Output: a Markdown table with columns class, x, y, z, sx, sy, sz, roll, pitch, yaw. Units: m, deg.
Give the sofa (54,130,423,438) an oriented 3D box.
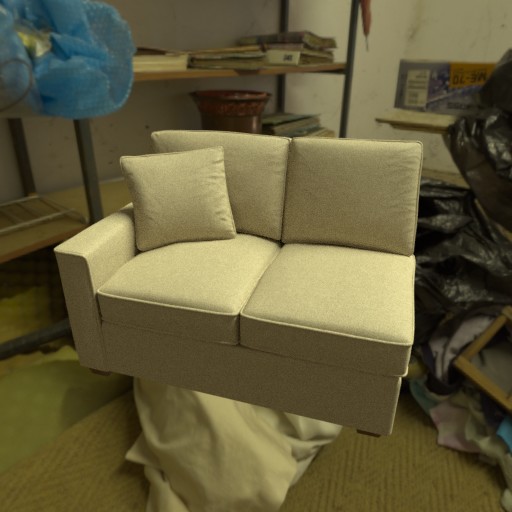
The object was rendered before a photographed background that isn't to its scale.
| class | x | y | z | sx | sy | sz | roll | pitch | yaw |
| --- | --- | --- | --- | --- | --- | --- | --- | --- | --- |
| sofa | 0.000 | 0.000 | 2.024 | 1.388 | 0.989 | 0.991 | 8 | 27 | 15 |
